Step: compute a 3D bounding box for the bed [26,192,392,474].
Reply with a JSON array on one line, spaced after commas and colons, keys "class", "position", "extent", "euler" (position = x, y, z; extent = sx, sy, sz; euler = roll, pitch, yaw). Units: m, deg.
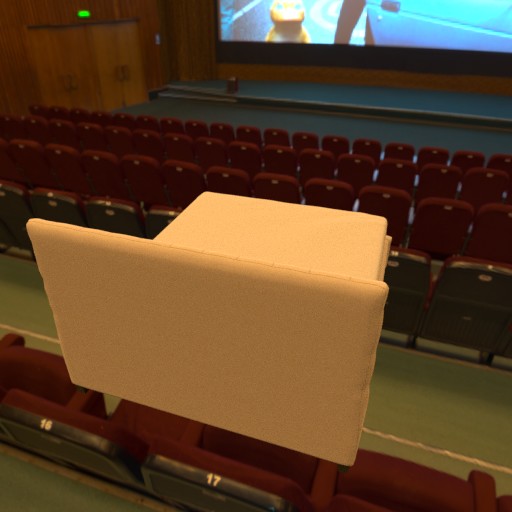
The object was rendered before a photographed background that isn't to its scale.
[{"class": "bed", "position": [0.000, 0.000, 3.597], "extent": [2.078, 1.427, 2.387], "euler": [10, 33, 16]}]
